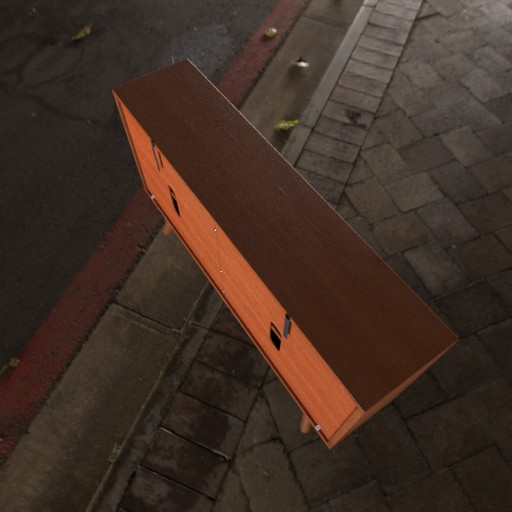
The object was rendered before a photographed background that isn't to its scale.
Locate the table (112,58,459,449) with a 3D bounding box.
[{"bbox_3d":[0.000,0.000,1.508,0.308,0.698,1.220,-30,63,-17],"label":"table"}]
